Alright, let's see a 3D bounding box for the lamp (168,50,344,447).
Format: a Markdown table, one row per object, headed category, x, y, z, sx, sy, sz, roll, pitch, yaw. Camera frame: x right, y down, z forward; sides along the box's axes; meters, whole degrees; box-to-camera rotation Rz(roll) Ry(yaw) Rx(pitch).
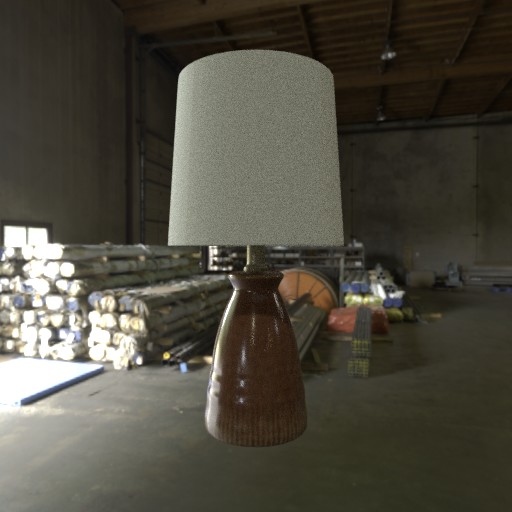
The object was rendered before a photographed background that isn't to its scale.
| category | x | y | z | sx | sy | sz | roll | pitch | yaw |
| --- | --- | --- | --- | --- | --- | --- | --- | --- | --- |
| lamp | 0.000 | 0.000 | 0.478 | 0.186 | 0.369 | 0.186 | 0 | 1 | 0 |
